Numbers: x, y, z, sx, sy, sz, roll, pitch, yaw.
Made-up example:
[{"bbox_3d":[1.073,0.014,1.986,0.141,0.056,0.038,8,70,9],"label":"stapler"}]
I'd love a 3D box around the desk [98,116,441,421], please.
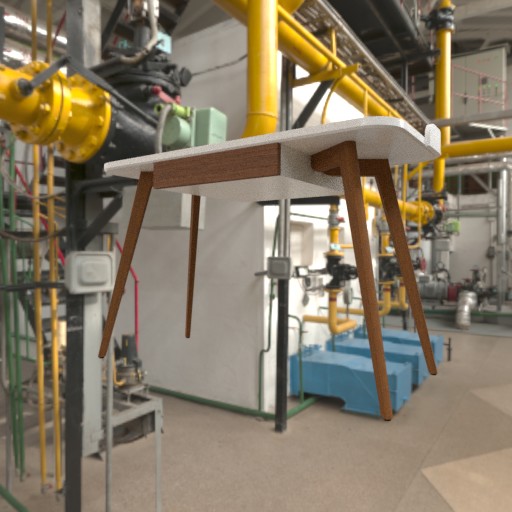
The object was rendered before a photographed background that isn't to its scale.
[{"bbox_3d":[0.000,0.000,1.627,1.206,0.807,0.534,0,1,34],"label":"desk"}]
